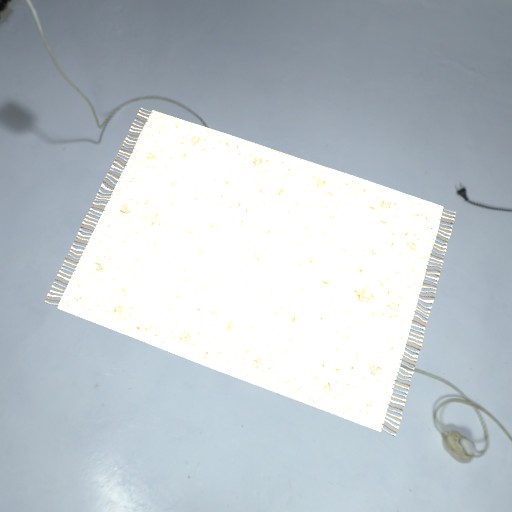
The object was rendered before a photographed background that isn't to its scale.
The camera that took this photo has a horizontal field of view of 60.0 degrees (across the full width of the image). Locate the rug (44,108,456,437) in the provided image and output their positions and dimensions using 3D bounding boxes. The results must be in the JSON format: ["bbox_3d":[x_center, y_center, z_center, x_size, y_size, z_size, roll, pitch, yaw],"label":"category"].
[{"bbox_3d":[0.000,0.000,2.318,1.861,0.017,1.218,20,76,5],"label":"rug"}]
